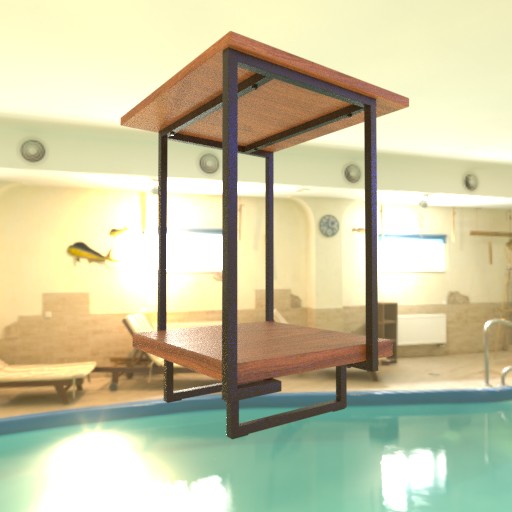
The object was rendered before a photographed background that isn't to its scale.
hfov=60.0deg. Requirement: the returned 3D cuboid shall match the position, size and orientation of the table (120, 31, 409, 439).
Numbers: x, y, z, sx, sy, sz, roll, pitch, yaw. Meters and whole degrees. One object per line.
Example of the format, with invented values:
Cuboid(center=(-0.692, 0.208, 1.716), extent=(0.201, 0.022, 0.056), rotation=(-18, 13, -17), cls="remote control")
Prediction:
Cuboid(center=(0.000, 0.000, 0.842), extent=(0.384, 0.567, 0.411), rotation=(1, -2, -36), cls="table")
